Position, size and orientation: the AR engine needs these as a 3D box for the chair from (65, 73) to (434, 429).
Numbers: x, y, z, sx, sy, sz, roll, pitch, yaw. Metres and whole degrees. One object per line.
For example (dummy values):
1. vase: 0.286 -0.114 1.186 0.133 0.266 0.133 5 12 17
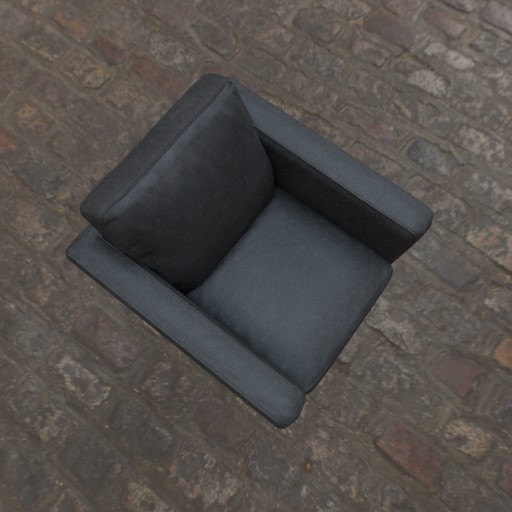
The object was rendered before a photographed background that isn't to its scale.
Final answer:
1. chair: 0.000 0.000 1.585 0.879 0.898 0.831 36 77 10
